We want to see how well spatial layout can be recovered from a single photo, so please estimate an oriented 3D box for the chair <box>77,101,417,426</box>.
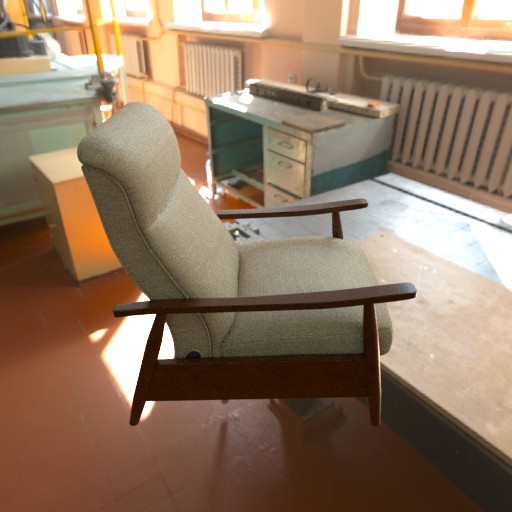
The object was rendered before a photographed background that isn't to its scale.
[{"bbox_3d":[0.000,0.000,1.749,1.014,1.082,0.762,0,30,0],"label":"chair"}]
